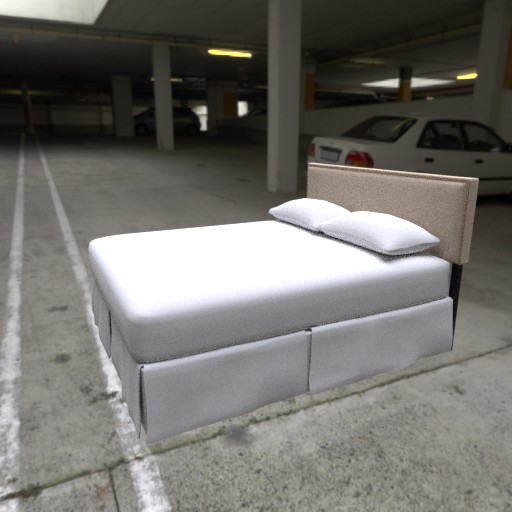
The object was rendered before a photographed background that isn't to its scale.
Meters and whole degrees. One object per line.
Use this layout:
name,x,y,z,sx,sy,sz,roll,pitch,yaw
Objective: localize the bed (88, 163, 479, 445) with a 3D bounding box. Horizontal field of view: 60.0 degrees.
bed,0.000,0.000,2.772,1.876,1.016,1.616,-7,17,-26
